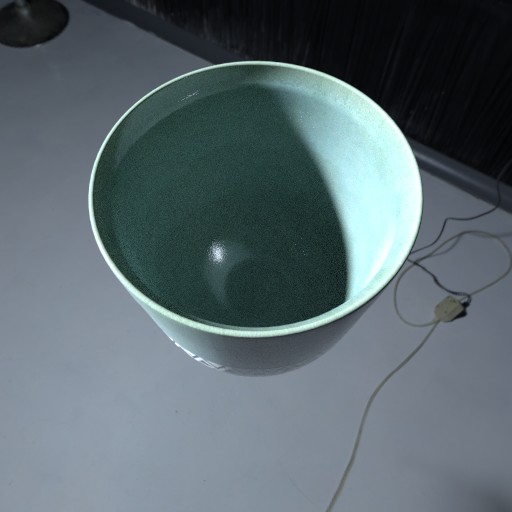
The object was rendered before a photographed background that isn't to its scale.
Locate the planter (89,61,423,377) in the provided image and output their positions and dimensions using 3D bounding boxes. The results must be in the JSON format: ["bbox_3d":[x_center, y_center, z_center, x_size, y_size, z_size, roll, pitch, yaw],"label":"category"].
[{"bbox_3d":[0.000,0.000,0.360,0.198,0.214,0.198,0,63,0],"label":"planter"}]
